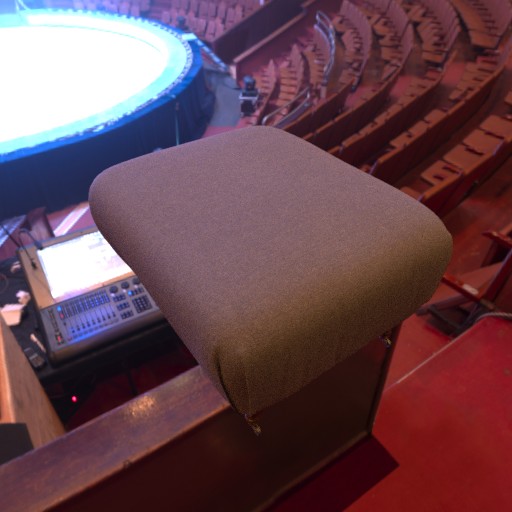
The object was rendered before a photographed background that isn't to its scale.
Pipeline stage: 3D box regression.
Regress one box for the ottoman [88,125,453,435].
[{"bbox_3d":[0.000,0.000,1.149,0.622,0.450,0.747,-24,45,-27],"label":"ottoman"}]
